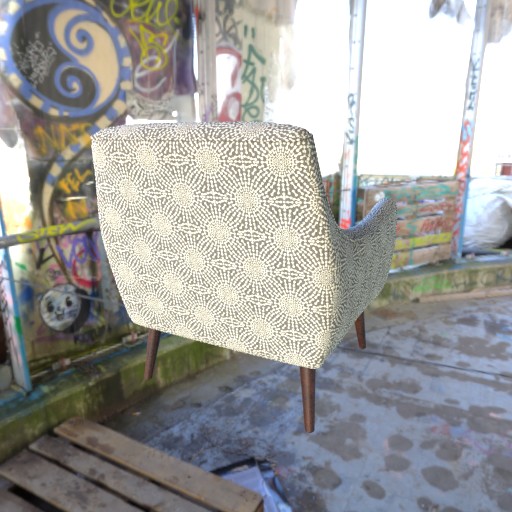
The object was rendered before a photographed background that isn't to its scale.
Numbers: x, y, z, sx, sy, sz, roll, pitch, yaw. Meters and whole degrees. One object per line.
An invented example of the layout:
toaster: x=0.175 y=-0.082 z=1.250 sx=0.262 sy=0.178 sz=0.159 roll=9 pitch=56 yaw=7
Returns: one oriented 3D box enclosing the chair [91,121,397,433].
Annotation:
chair: x=0.000 y=0.000 z=1.472 sx=0.762 sy=0.838 sz=0.787 roll=8 pitch=17 yaw=27
